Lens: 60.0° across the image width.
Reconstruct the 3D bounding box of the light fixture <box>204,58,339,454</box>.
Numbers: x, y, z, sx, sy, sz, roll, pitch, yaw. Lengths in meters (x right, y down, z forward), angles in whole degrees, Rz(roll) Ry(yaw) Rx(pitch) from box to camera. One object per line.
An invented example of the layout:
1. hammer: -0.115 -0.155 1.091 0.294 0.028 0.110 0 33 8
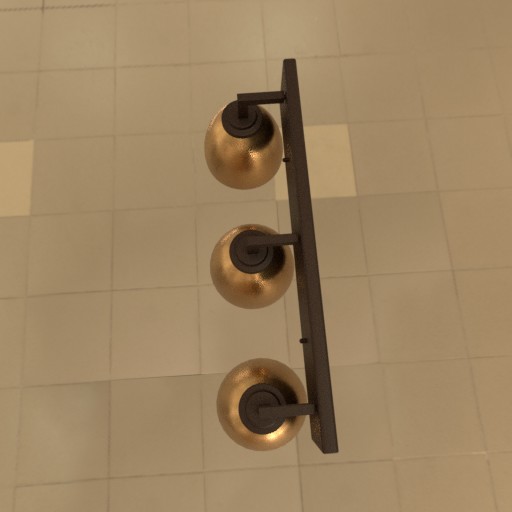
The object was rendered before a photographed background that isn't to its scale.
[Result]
1. light fixture: 0.000 0.000 0.684 0.157 0.204 0.582 -4 76 -1
